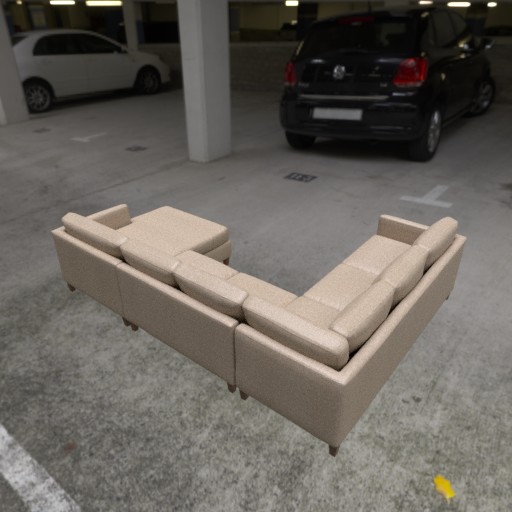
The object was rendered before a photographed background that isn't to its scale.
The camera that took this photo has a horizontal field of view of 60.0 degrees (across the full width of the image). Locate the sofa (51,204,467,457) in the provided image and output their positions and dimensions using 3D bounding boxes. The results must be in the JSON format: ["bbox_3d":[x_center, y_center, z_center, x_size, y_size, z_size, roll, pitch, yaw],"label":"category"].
[{"bbox_3d":[0.000,0.000,4.655,3.460,0.961,2.594,22,36,33],"label":"sofa"}]
